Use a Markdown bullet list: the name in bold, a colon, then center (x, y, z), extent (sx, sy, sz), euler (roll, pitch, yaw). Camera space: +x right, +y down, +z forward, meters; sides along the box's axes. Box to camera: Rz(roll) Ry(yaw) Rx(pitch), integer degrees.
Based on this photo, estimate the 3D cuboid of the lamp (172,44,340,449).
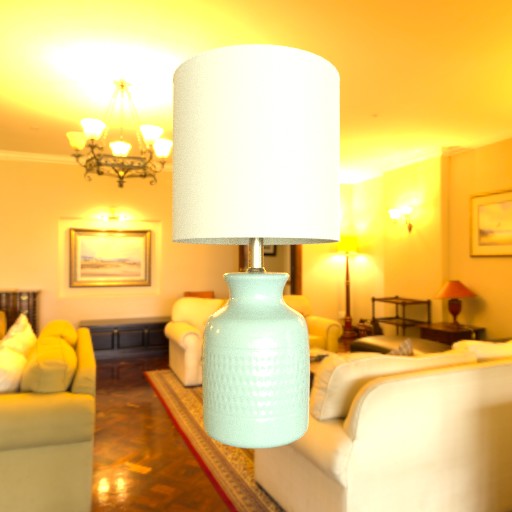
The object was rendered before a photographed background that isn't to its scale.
- **lamp**: center (0.000, 0.000, 1.120), extent (0.418, 0.871, 0.418), euler (0, -1, 20)
